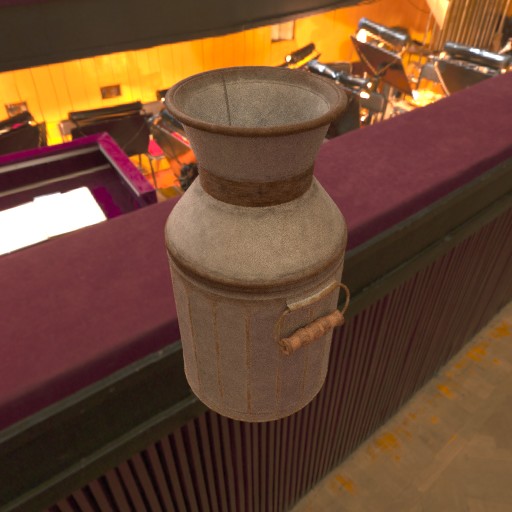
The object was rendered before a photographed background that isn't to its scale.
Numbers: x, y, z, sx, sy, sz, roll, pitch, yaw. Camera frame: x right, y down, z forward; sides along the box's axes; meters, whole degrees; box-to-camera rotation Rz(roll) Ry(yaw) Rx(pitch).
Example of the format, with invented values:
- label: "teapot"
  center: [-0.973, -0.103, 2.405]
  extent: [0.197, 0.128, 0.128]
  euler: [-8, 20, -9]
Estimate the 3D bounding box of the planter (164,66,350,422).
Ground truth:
- label: "planter"
  center: [0.000, 0.000, 0.540]
  extent: [0.214, 0.396, 0.245]
  euler: [-24, 45, -26]
